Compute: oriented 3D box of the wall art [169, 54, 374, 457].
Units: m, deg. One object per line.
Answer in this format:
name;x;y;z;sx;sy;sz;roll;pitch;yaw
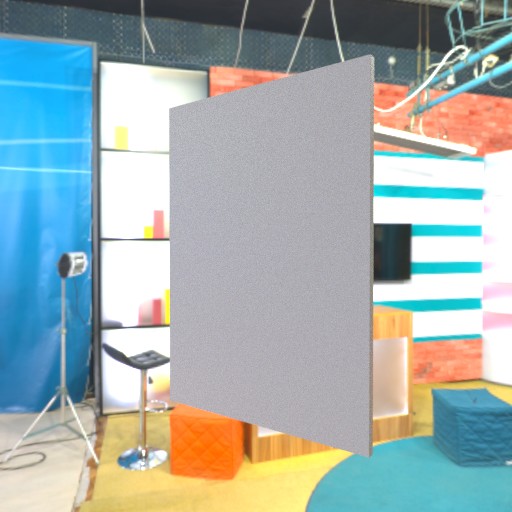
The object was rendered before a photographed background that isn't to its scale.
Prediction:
wall art;0.000;0.000;0.702;0.381;0.533;0.013;1;1;36
